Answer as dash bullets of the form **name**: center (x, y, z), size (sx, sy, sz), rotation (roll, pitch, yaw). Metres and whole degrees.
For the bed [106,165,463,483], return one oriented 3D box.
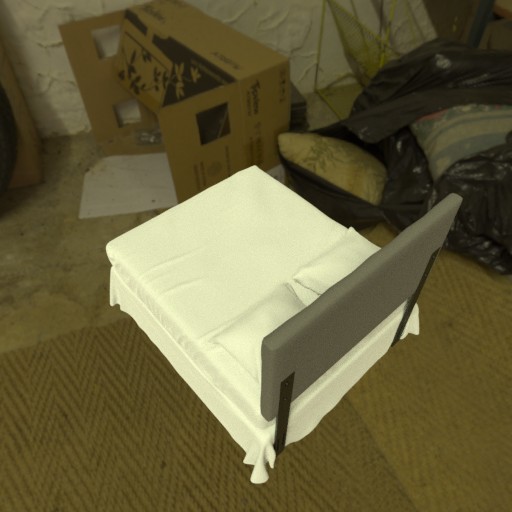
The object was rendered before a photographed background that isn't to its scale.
- **bed**: center (0.000, 0.000, 3.464), size (1.936, 1.577, 2.222), rotation (-33, 56, -27)
